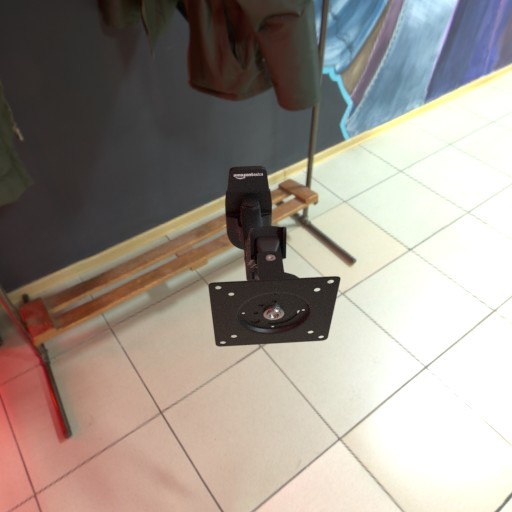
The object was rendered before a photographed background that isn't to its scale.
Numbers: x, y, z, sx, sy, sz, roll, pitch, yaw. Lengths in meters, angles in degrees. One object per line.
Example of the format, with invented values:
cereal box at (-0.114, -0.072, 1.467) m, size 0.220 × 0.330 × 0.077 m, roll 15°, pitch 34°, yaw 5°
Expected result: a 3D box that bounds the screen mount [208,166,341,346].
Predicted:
screen mount at (0.000, 0.000, 0.719) m, size 0.115 × 0.466 × 0.495 m, roll -3°, pitch 47°, yaw -3°
